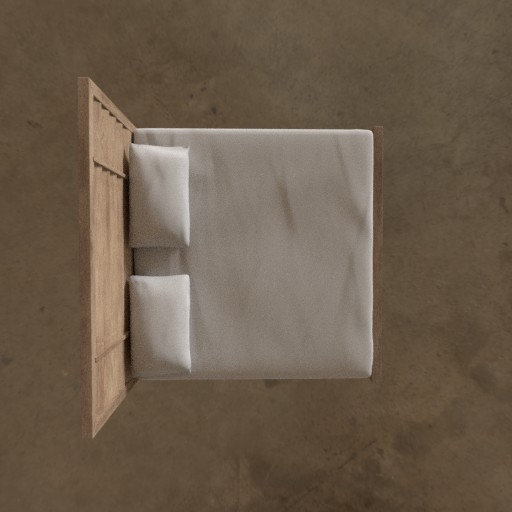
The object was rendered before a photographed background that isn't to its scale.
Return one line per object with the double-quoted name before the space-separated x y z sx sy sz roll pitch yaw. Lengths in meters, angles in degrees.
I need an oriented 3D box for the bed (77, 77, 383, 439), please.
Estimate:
"bed" 0.000 0.000 3.321 2.032 1.626 2.032 0 92 -1
